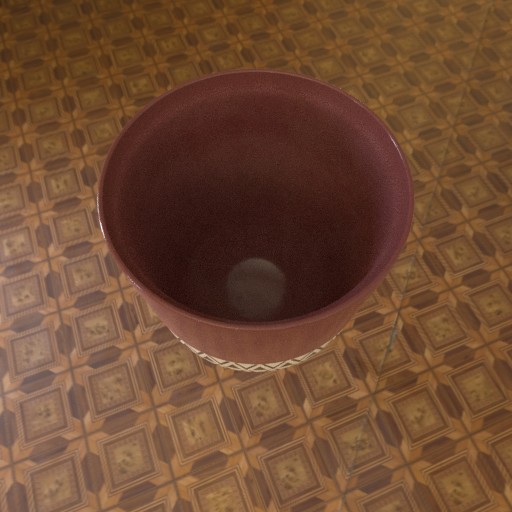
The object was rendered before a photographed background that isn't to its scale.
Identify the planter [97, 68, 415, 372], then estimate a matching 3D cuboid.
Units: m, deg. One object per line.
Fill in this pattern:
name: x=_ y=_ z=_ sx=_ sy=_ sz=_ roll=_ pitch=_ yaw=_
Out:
planter: x=0.000 y=0.000 z=0.370 sx=0.195 sy=0.214 sz=0.195 roll=0 pitch=63 yaw=0
